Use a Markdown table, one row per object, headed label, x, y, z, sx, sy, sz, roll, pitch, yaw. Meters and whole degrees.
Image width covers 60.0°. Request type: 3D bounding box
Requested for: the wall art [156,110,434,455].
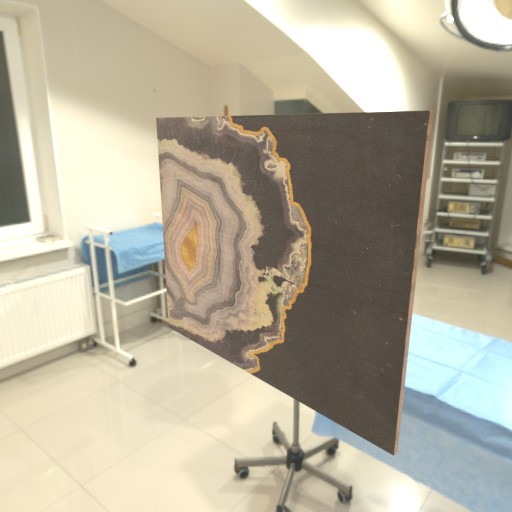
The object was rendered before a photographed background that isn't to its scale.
| label | x | y | z | sx | sy | sz | roll | pitch | yaw |
| --- | --- | --- | --- | --- | --- | --- | --- | --- | --- |
| wall art | 0.000 | 0.000 | 0.674 | 0.010 | 0.408 | 0.508 | -15 | 22 | -41 |
